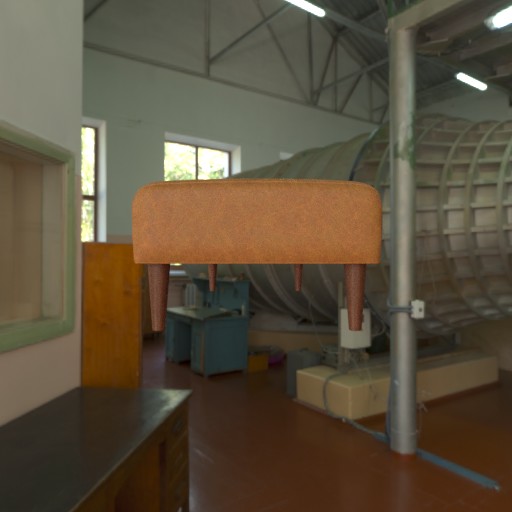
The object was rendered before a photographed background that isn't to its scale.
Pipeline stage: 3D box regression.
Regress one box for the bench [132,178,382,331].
[{"bbox_3d":[0.000,0.000,1.890,0.653,0.399,1.610,0,-1,0],"label":"bench"}]
